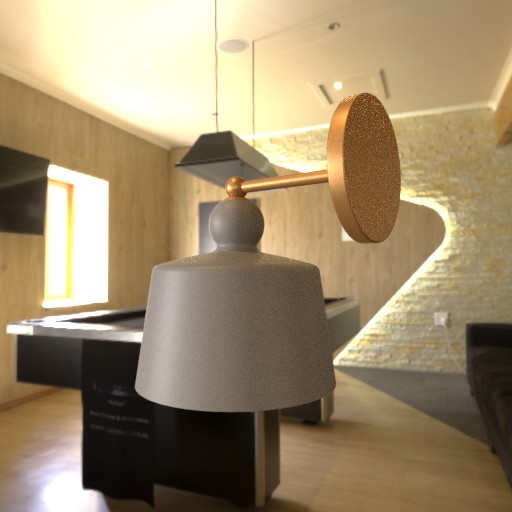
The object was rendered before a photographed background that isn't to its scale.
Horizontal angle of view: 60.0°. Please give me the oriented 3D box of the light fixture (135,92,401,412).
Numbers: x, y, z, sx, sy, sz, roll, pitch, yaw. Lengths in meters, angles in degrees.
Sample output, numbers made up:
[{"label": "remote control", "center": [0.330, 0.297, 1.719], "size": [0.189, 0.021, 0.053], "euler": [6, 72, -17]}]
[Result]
[{"label": "light fixture", "center": [0.000, 0.000, 0.449], "size": [0.254, 0.268, 0.204], "euler": [-1, -2, 37]}]
